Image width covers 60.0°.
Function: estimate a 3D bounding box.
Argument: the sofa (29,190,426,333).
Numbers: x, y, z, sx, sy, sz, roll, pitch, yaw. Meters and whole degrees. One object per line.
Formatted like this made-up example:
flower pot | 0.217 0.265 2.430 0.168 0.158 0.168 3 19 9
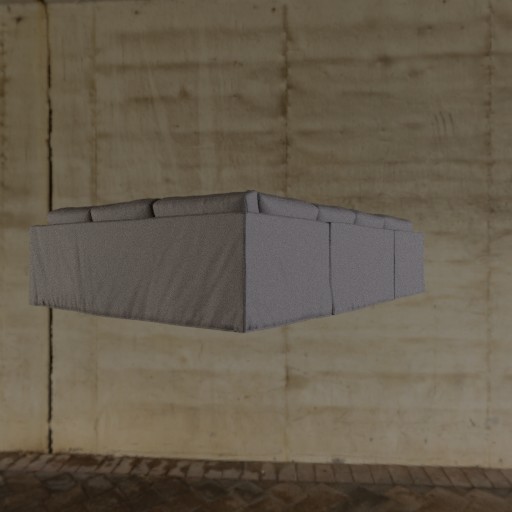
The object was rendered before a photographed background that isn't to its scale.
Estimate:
sofa | 0.000 0.000 4.568 2.476 0.878 3.528 0 0 36
